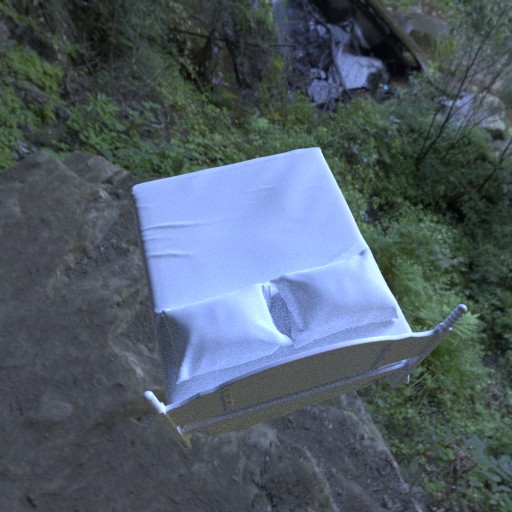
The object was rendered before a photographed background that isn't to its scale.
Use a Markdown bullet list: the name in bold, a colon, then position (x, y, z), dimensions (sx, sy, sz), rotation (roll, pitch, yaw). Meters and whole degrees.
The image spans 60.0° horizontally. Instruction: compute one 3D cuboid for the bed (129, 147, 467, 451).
- **bed**: position (0.000, 0.000, 3.188), dimensions (1.873, 1.356, 2.040), rotation (-14, 59, -8)
